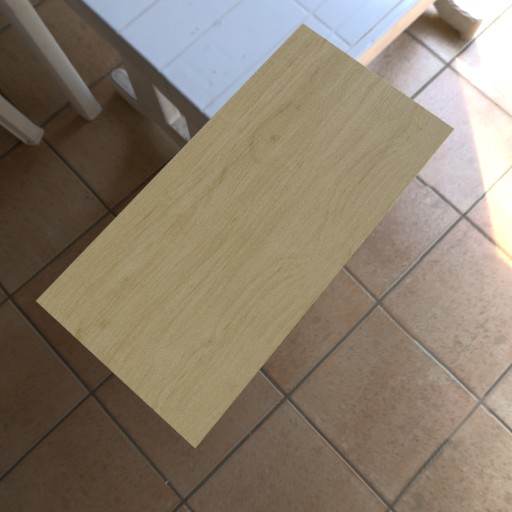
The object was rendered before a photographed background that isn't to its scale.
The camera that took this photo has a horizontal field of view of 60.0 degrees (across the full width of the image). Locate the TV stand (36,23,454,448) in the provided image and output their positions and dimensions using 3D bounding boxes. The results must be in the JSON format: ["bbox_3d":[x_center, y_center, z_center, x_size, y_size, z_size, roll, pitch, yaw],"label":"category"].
[{"bbox_3d":[0.000,0.000,1.307,0.430,0.787,0.851,39,79,9],"label":"TV stand"}]
